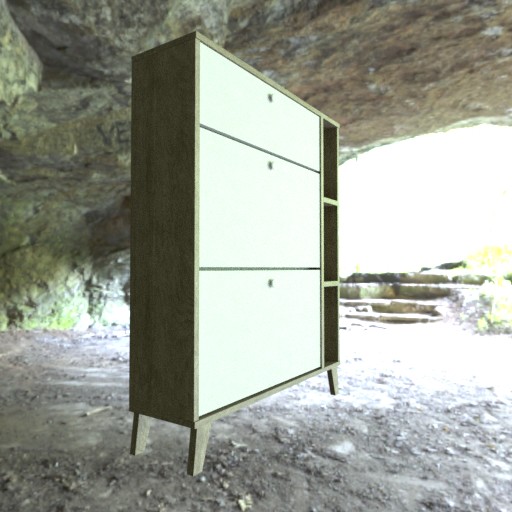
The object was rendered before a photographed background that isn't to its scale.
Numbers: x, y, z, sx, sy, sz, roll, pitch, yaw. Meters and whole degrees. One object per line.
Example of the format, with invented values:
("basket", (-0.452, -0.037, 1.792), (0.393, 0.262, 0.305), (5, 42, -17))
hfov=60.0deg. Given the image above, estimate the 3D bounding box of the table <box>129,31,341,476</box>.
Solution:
("table", (0.000, 0.000, 1.565), (0.256, 1.135, 0.902), (-1, -2, 34))
